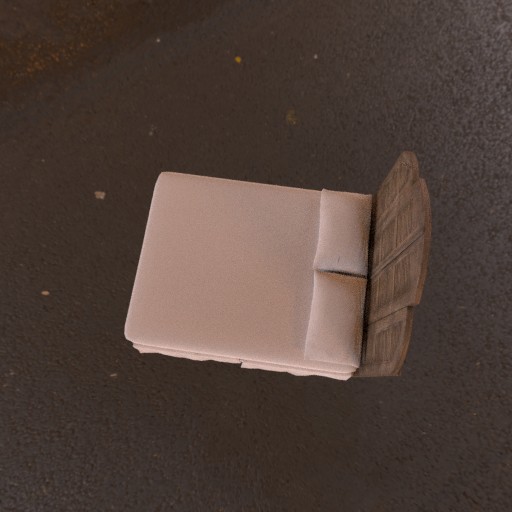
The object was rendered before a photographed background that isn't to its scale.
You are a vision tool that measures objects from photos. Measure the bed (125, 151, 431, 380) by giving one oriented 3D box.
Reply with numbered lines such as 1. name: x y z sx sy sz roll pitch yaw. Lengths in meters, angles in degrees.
1. bed: 0.000 0.000 3.572 2.138 2.019 1.713 8 74 2
